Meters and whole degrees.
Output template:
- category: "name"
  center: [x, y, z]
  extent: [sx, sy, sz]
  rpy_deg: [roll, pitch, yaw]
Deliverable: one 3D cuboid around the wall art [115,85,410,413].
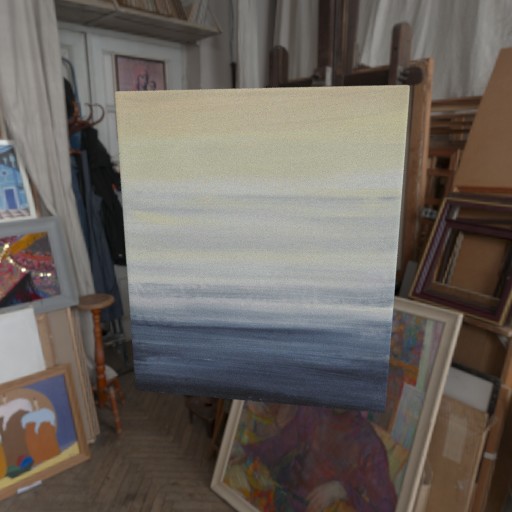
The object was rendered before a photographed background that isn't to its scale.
- category: "wall art"
  center: [0.000, 0.000, 1.002]
  extent: [0.608, 0.710, 0.041]
  rpy_deg: [2, 14, 9]
